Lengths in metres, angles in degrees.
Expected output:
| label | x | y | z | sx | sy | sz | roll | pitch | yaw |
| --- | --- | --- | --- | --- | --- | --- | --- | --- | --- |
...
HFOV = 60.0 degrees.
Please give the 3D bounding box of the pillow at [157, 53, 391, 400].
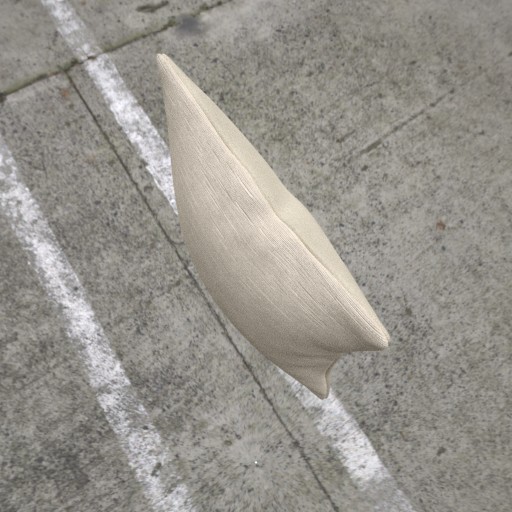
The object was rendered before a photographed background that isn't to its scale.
| label | x | y | z | sx | sy | sz | roll | pitch | yaw |
| --- | --- | --- | --- | --- | --- | --- | --- | --- | --- |
| pillow | 0.000 | 0.000 | 0.657 | 0.162 | 0.420 | 0.437 | -31 | 69 | -13 |
